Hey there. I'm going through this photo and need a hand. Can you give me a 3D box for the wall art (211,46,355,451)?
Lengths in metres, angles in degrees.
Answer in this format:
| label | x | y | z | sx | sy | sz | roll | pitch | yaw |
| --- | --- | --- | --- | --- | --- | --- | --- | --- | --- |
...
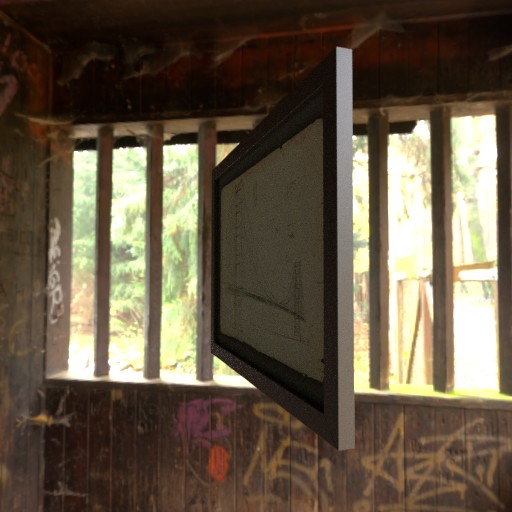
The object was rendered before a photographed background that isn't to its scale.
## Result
| label | x | y | z | sx | sy | sz | roll | pitch | yaw |
| --- | --- | --- | --- | --- | --- | --- | --- | --- | --- |
| wall art | 0.000 | 0.000 | 0.542 | 0.016 | 0.306 | 0.432 | 1 | -2 | -18 |
